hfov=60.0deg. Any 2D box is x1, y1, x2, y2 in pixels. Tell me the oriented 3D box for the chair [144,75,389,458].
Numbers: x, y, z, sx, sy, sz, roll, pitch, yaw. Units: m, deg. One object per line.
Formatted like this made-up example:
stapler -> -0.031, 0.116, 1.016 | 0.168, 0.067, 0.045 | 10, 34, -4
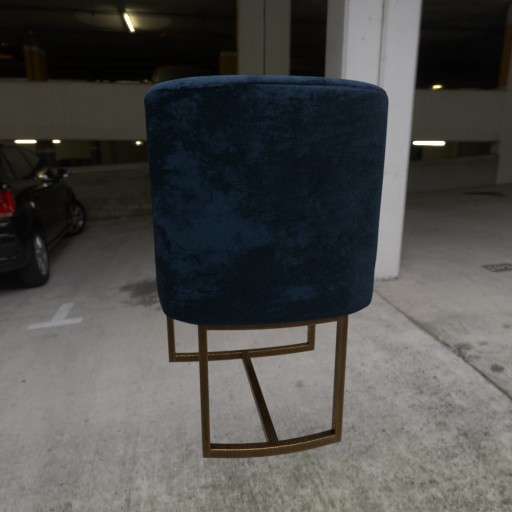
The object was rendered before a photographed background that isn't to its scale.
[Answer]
chair -> 0.000, 0.000, 1.164 | 0.530, 0.824, 0.560 | -3, 15, -10
